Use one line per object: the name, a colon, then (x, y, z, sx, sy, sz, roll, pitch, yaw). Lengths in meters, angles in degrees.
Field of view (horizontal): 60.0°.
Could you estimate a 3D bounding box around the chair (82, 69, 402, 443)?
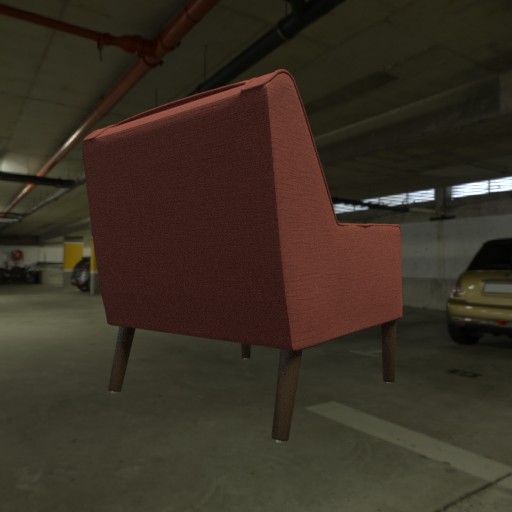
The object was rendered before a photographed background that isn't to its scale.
chair: (0.000, 0.000, 1.360, 0.680, 0.812, 0.770, -1, -2, 38)
